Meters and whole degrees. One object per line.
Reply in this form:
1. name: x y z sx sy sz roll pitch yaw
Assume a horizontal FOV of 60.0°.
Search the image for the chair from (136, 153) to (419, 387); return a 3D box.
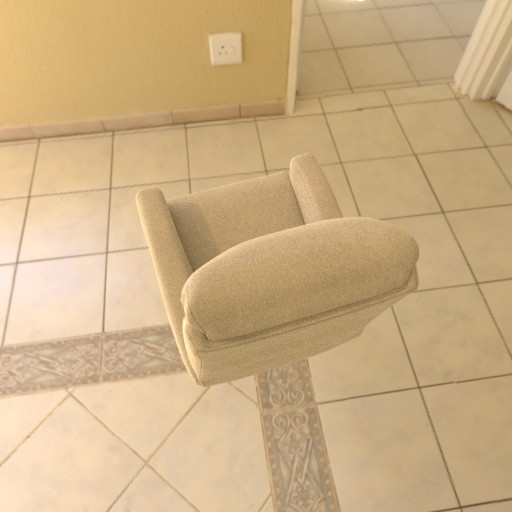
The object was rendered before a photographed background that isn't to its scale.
1. chair: 0.000 0.000 1.674 0.794 1.021 0.940 -15 59 -9
